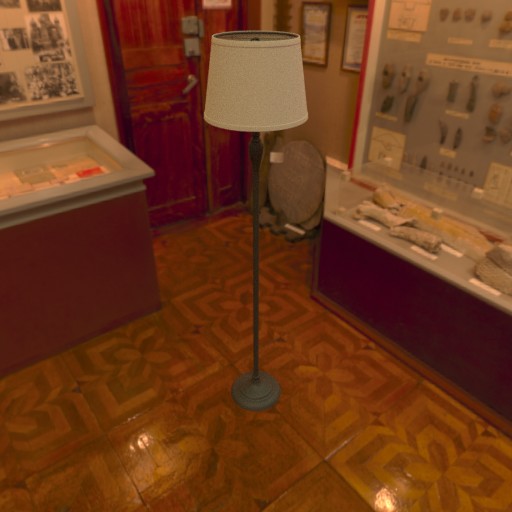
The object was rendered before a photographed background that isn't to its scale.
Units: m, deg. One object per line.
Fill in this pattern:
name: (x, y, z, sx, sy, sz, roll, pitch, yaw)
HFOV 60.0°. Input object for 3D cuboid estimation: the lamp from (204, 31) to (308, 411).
lamp: (0.000, 0.000, 1.682, 0.327, 1.506, 0.327, -21, 38, -30)
